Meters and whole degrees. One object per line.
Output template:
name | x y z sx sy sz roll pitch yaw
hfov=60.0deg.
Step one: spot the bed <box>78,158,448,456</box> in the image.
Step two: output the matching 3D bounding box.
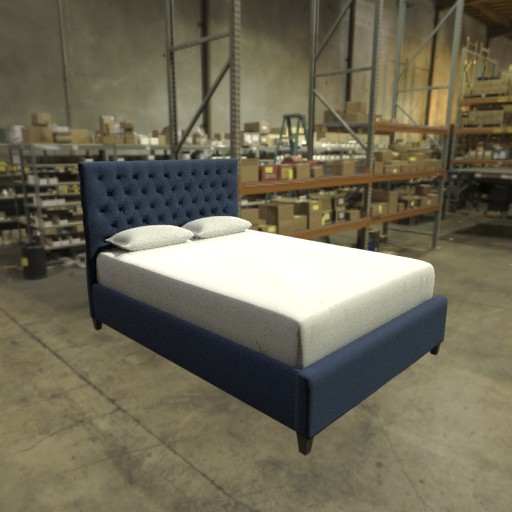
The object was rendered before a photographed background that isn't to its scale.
bed | 0.000 0.000 3.460 2.387 1.427 1.706 13 19 43
